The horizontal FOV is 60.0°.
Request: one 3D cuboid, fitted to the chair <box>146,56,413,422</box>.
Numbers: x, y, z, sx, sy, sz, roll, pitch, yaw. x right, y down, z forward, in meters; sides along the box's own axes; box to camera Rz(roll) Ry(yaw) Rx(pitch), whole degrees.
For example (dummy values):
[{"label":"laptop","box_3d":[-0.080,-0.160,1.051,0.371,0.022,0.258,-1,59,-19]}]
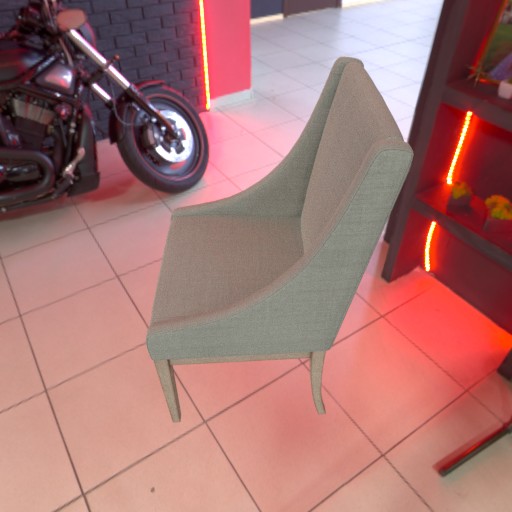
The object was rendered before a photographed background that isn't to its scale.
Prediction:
[{"label":"chair","box_3d":[0.000,0.000,1.372,0.611,1.021,0.575,-1,42,-1]}]
